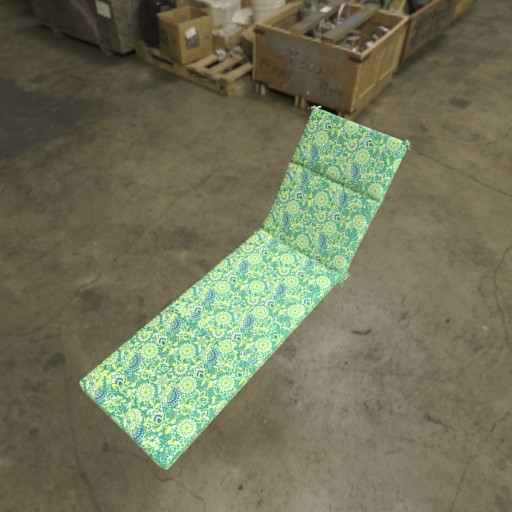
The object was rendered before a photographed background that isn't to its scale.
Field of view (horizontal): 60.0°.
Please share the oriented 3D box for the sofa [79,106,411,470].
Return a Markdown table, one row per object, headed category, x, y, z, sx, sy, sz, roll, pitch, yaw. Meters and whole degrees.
| category | x | y | z | sx | sy | sz | roll | pitch | yaw |
| --- | --- | --- | --- | --- | --- | --- | --- | --- | --- |
| sofa | 0.000 | 0.000 | 1.946 | 0.582 | 0.622 | 1.663 | 31 | 54 | 26 |
